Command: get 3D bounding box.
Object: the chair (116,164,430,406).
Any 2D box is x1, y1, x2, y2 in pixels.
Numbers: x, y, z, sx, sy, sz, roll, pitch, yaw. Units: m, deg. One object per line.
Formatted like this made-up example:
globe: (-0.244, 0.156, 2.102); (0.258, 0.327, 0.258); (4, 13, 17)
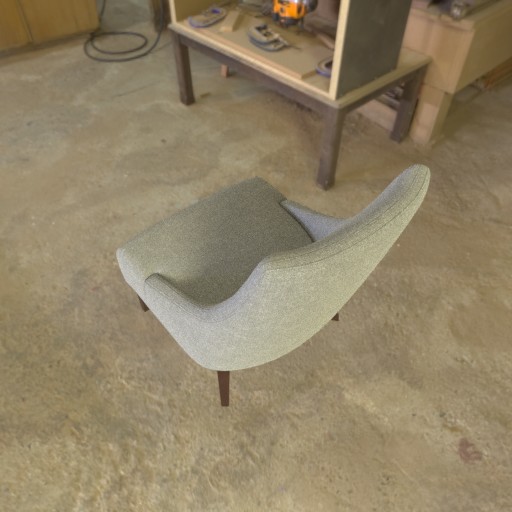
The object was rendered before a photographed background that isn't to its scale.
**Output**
chair: (0.000, 0.000, 1.512); (0.701, 0.909, 0.861); (-32, 55, -25)
